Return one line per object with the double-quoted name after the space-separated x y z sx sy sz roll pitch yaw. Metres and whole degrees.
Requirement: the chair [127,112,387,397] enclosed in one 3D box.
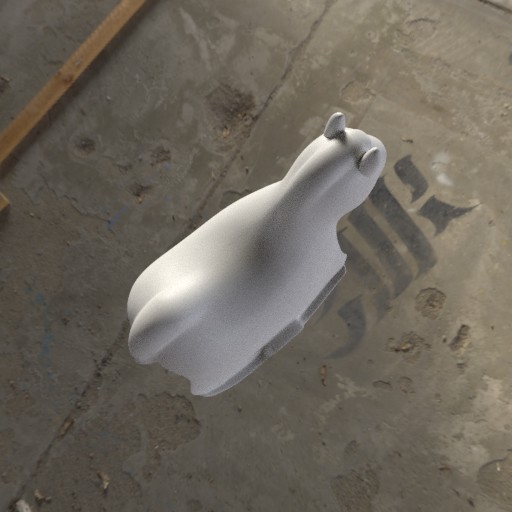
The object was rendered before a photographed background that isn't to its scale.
0.000 0.000 1.126 0.800 0.612 0.429 -40 79 -9 "chair"
